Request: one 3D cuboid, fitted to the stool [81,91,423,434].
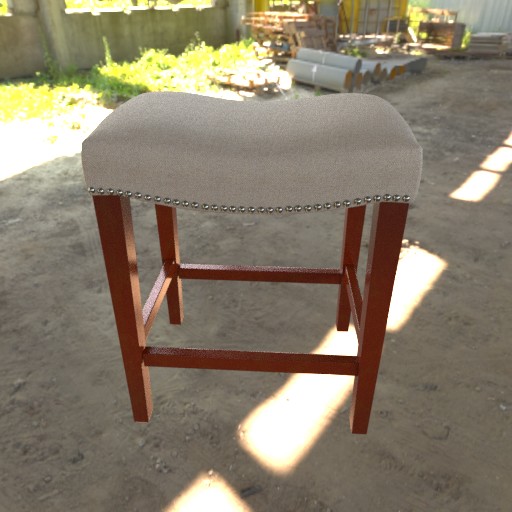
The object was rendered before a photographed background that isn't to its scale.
[{"bbox_3d":[0.000,0.000,0.935,0.509,0.632,0.375,2,30,3],"label":"stool"}]
